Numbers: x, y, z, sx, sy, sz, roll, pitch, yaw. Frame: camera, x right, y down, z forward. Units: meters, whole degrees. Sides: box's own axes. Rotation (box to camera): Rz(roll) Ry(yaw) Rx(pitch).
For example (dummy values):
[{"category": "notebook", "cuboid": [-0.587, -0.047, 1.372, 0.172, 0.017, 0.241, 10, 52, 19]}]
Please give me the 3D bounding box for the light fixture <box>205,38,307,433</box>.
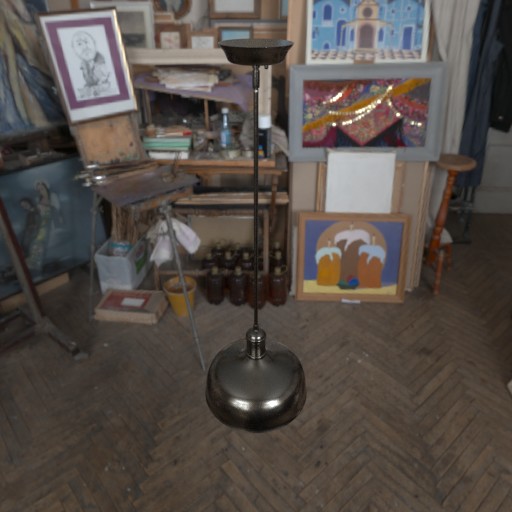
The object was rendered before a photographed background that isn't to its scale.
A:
[{"category": "light fixture", "cuboid": [0.000, 0.000, 1.072, 0.299, 0.935, 0.299, -20, 37, -29]}]
